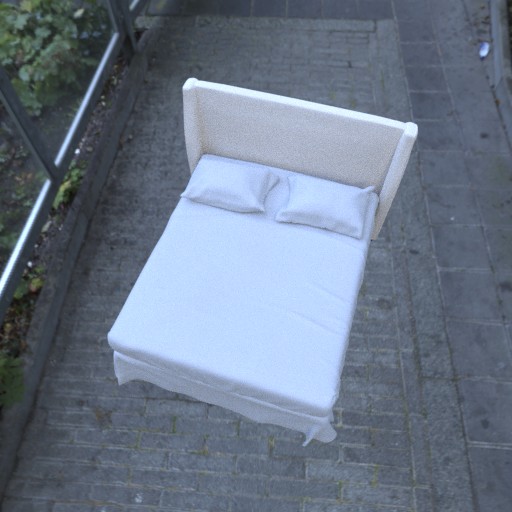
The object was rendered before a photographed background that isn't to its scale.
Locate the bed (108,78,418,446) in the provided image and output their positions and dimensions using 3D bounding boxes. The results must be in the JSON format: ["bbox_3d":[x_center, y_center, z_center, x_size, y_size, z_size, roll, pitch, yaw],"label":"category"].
[{"bbox_3d":[0.000,0.000,3.520,1.925,1.332,2.276,15,59,9],"label":"bed"}]
